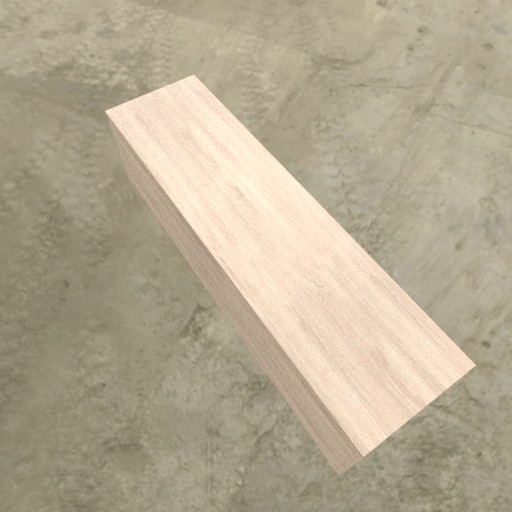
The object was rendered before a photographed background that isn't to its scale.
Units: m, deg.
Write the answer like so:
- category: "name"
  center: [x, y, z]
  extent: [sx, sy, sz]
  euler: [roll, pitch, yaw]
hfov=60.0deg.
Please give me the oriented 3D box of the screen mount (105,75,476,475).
- category: "screen mount"
  center: [0.000, 0.000, 1.669]
  extent: [0.400, 0.510, 1.500]
  euler: [-30, 62, -18]
